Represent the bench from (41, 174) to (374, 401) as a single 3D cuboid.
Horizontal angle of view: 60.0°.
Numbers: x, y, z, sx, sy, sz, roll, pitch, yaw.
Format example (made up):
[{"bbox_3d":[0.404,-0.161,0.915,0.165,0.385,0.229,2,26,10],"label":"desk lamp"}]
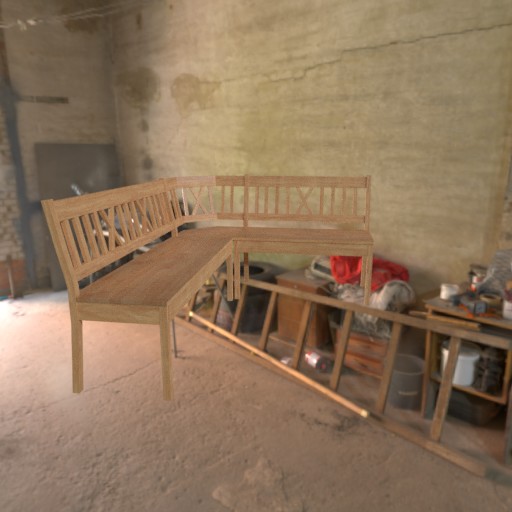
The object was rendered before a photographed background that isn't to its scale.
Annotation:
[{"bbox_3d":[0.000,0.000,2.789,1.537,0.902,1.937,2,14,8],"label":"bench"}]
